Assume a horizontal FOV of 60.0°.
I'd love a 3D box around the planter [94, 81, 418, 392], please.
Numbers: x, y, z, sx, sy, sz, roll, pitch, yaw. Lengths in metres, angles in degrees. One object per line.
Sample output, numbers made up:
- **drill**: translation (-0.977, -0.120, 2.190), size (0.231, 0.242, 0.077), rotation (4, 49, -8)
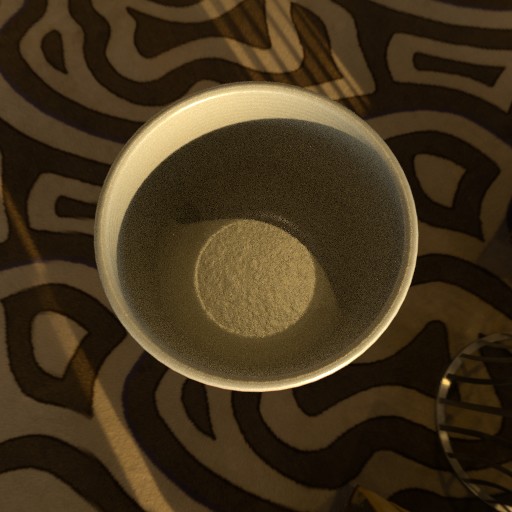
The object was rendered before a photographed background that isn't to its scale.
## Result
- **planter**: translation (0.000, 0.000, 0.221), size (0.124, 0.109, 0.124), rotation (0, 76, 0)
